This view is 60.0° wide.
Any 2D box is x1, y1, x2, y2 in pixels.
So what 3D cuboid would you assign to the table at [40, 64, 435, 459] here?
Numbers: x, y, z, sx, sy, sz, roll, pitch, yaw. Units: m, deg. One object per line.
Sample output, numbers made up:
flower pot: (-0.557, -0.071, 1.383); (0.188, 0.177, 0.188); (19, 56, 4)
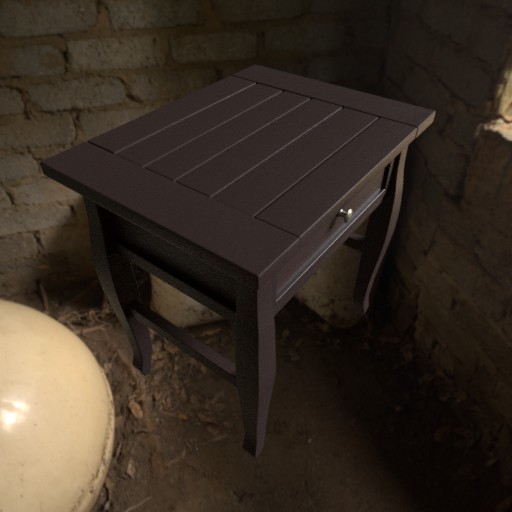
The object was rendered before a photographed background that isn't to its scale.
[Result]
table: (0.000, 0.000, 1.020); (0.460, 0.605, 0.602); (27, 48, 27)
